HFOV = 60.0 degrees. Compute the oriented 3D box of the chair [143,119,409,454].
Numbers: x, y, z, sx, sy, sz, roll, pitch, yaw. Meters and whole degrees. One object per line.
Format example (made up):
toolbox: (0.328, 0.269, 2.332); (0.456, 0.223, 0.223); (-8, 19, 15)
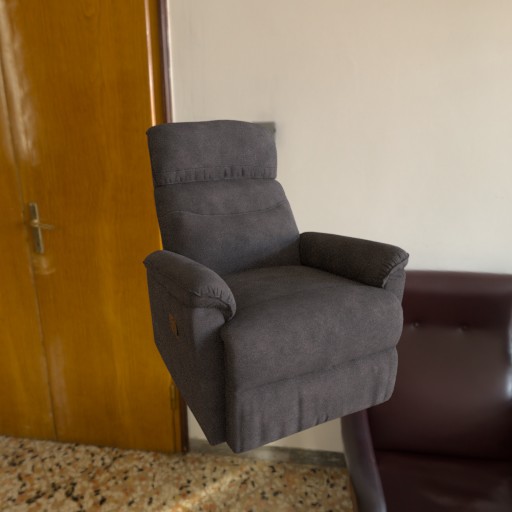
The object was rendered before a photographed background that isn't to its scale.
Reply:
chair: (0.000, 0.000, 1.740); (0.830, 1.035, 1.009); (-8, 18, -26)
